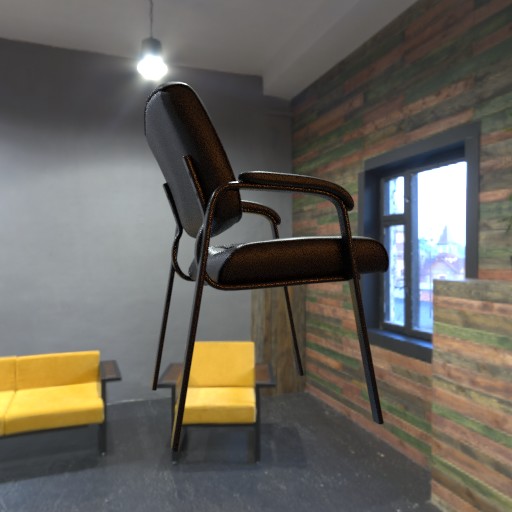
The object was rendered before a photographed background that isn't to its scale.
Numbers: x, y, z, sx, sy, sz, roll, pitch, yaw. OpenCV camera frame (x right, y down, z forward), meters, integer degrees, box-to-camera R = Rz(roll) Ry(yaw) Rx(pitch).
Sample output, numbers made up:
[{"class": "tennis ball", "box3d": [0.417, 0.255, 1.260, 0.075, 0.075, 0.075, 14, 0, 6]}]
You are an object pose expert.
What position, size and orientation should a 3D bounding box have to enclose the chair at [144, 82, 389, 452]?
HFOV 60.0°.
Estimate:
[{"class": "chair", "box3d": [0.000, 0.000, 1.368, 0.668, 0.910, 0.591, 0, 0, -18]}]
